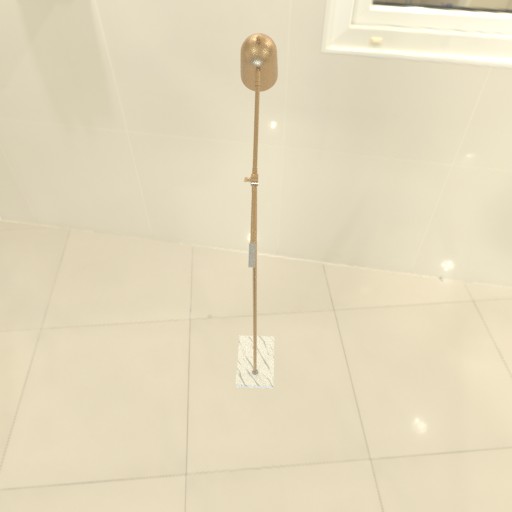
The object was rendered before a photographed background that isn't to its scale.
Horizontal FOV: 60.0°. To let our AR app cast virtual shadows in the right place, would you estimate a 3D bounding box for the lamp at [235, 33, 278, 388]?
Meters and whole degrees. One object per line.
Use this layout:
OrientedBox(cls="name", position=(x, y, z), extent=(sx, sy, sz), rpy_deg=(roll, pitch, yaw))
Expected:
OrientedBox(cls="lamp", position=(0.000, 0.000, 1.812), extent=(0.194, 1.594, 0.653), rpy_deg=(2, 47, 2))
